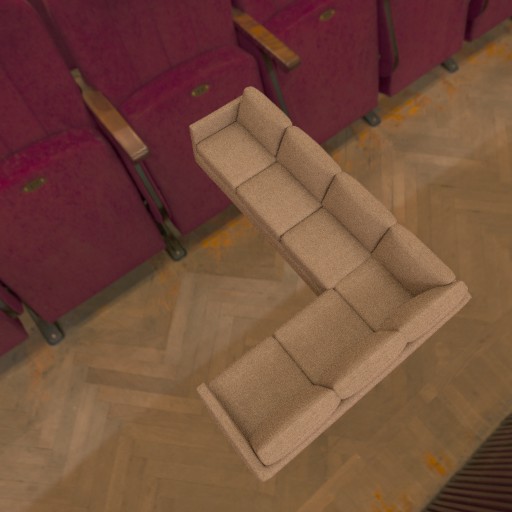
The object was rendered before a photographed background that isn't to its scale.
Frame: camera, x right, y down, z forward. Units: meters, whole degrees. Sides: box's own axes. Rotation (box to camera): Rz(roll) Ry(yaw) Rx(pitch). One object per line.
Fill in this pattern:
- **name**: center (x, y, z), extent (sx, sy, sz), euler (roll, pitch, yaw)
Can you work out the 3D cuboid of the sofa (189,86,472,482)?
- **sofa**: center (0.000, 0.000, 4.513), extent (2.522, 0.934, 3.333), euler (-35, 69, -16)
